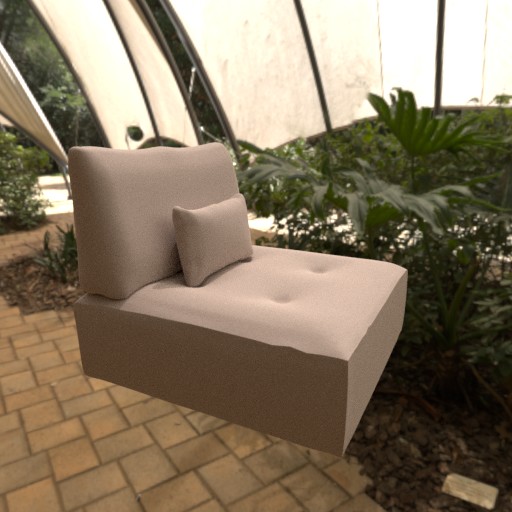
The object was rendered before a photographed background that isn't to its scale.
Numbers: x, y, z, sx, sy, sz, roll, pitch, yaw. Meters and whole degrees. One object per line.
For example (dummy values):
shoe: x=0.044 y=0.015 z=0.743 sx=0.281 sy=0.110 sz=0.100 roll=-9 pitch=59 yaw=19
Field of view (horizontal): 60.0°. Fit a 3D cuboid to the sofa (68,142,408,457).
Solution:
sofa: x=0.000 y=0.000 z=1.700 sx=1.000 sy=0.828 sz=0.935 roll=8 pitch=17 yaw=26
